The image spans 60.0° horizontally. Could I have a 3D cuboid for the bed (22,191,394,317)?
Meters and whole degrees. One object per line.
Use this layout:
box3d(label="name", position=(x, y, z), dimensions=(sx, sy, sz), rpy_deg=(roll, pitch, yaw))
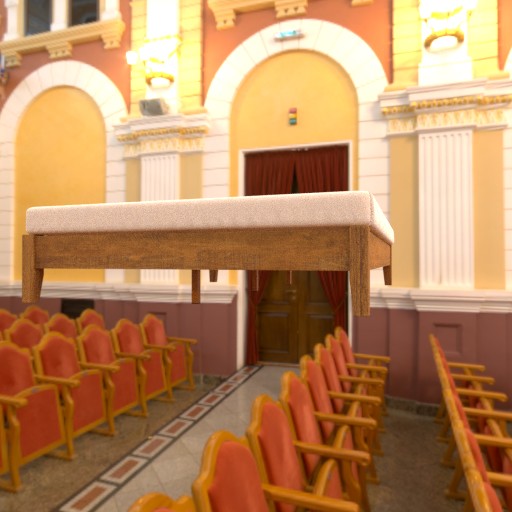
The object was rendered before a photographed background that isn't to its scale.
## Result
box3d(label="bed", position=(0.000, 0.000, 2.687), dimensions=(1.536, 0.431, 2.016), rpy_deg=(0, -1, 19))
